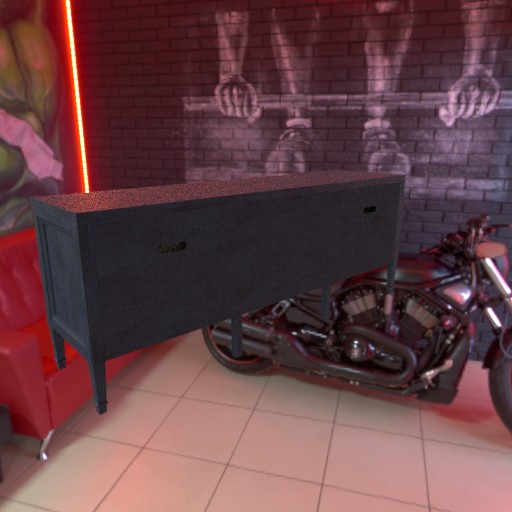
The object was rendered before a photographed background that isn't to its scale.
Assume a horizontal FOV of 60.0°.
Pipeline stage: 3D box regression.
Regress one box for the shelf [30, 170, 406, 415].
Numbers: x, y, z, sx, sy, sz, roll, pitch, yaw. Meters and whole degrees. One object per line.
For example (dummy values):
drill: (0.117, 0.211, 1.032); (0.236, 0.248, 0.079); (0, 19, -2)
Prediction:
shelf: (0.000, 0.000, 2.207); (1.878, 0.715, 0.471); (-13, 20, -40)
